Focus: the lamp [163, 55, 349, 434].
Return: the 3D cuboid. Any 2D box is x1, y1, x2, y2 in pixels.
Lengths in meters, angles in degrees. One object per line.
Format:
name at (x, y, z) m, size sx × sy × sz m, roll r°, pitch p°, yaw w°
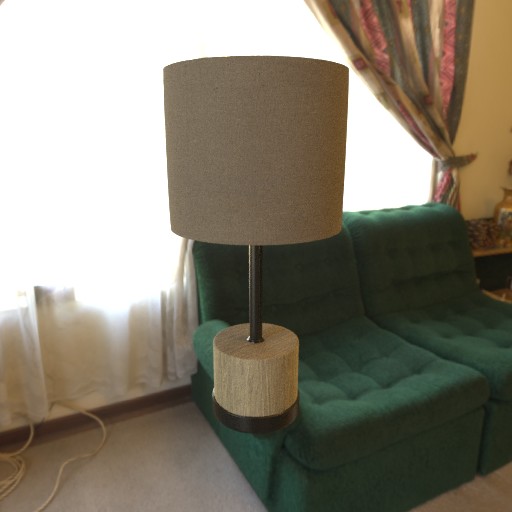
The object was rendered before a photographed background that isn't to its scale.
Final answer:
lamp at (0.000, 0.000, 0.608) m, size 0.229 × 0.470 × 0.229 m, roll -14°, pitch 20°, yaw -42°
